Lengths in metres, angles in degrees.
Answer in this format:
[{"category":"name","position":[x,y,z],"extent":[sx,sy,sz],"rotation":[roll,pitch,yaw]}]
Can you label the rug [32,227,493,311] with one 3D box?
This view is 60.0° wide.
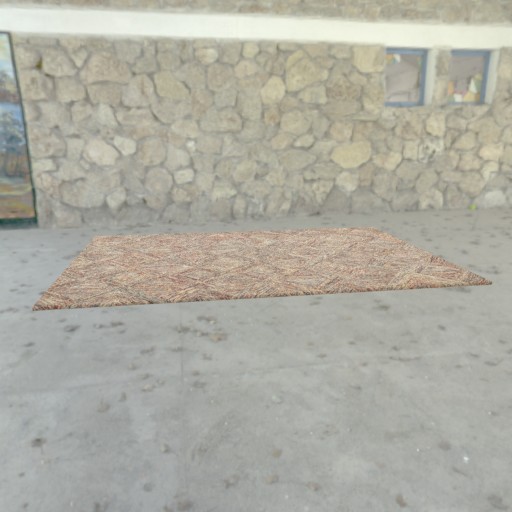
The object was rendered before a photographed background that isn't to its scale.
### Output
[{"category":"rug","position":[0.000,0.000,2.887],"extent":[2.285,0.019,1.523],"rotation":[-2,15,-9]}]
